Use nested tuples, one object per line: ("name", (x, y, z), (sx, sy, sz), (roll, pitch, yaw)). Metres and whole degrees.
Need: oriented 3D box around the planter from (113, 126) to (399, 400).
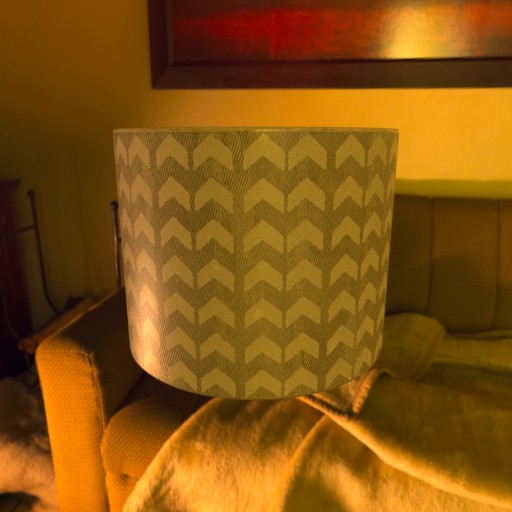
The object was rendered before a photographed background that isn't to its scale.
("planter", (0.000, 0.000, 0.436), (0.250, 0.239, 0.250), (0, 15, 0))
